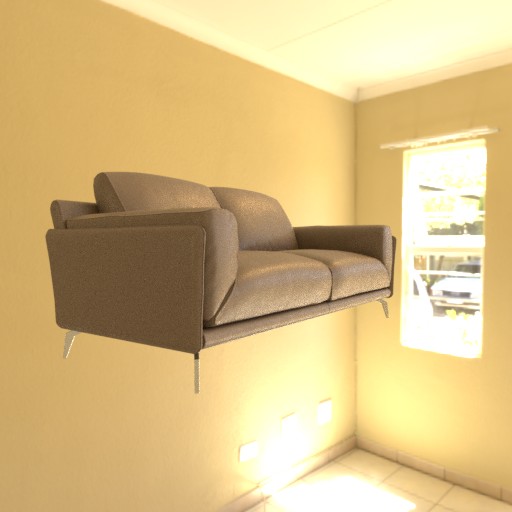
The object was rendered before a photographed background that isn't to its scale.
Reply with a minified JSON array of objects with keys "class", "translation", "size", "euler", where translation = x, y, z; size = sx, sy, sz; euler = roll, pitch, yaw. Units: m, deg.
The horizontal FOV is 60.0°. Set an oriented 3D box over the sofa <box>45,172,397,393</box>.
[{"class":"sofa","translation":[0.000,0.000,2.670],"size":[1.049,0.930,2.101],"euler":[1,2,36]}]
